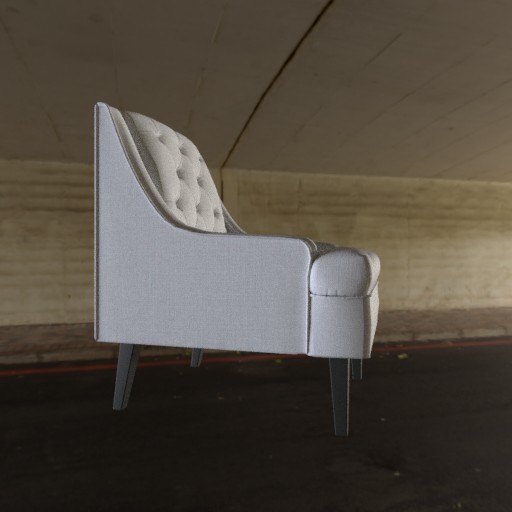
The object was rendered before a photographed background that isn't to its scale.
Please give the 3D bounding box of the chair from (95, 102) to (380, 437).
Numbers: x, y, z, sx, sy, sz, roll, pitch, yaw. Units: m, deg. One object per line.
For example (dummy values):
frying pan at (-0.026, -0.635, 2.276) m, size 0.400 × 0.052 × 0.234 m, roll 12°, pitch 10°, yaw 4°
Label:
chair at (0.000, 0.000, 1.444) m, size 0.772 × 0.891 × 0.658 m, roll 0°, pitch 0°, yaw 17°
